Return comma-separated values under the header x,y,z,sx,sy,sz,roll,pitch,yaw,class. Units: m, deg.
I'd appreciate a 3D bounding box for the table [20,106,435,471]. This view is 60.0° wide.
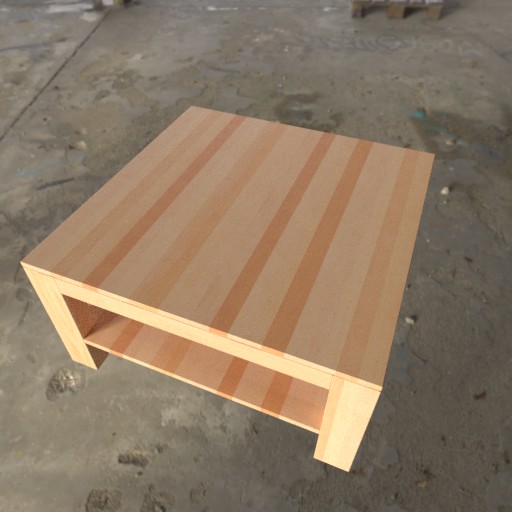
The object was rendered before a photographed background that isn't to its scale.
x,y,z,sx,sy,sz,roll,pitch,yaw,class
0.000,0.000,1.434,0.900,0.450,0.900,16,47,16,table
